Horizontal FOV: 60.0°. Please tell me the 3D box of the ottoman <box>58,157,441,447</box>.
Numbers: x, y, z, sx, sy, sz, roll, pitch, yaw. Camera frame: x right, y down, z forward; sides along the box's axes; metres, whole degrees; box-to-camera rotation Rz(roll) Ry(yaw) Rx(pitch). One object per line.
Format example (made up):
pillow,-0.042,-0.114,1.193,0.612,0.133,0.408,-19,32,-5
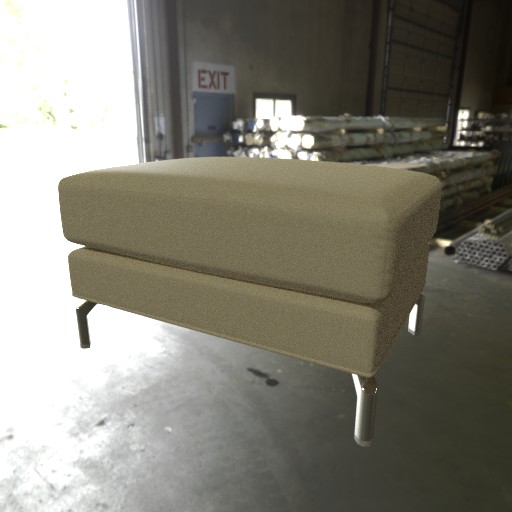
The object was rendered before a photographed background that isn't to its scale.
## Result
ottoman,0.000,0.000,1.195,0.835,0.497,0.581,9,19,28
